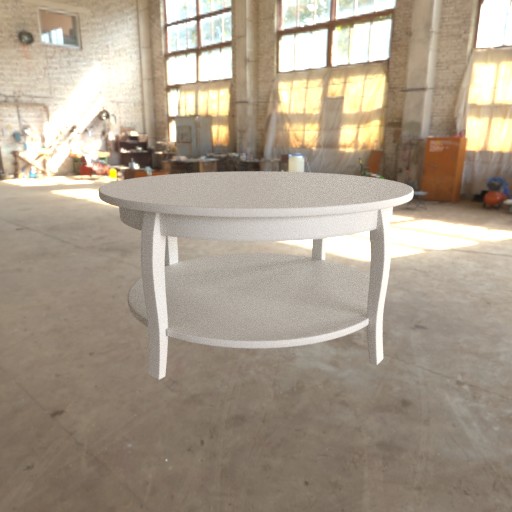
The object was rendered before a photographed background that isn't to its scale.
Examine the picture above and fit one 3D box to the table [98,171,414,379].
[{"bbox_3d":[0.000,0.000,1.413,0.910,0.457,0.910,0,16,0],"label":"table"}]
